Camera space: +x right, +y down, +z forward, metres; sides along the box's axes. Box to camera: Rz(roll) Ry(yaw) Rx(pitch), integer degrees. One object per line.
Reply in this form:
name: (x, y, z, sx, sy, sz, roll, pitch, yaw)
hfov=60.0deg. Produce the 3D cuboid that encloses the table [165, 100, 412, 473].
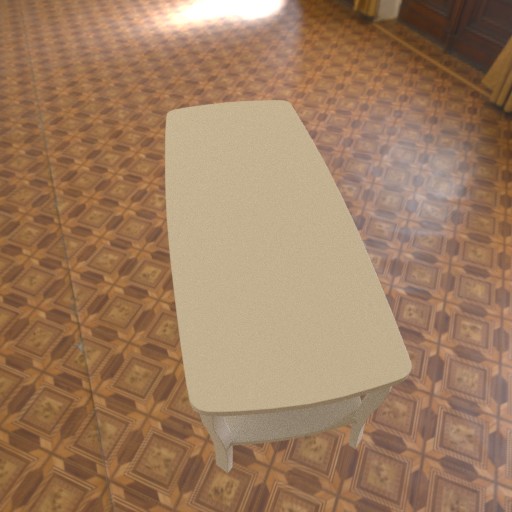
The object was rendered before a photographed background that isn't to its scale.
table: (0.000, 0.000, 1.575, 0.561, 0.474, 1.334, -7, 47, -7)
